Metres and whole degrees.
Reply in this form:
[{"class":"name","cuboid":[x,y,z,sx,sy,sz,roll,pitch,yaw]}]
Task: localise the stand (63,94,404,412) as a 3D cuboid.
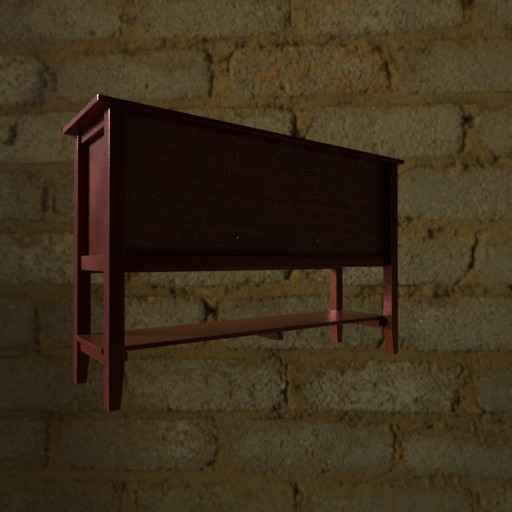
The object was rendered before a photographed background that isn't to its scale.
[{"class":"stand","cuboid":[0.000,0.000,1.765,1.362,0.872,0.410,0,-1,-36]}]
